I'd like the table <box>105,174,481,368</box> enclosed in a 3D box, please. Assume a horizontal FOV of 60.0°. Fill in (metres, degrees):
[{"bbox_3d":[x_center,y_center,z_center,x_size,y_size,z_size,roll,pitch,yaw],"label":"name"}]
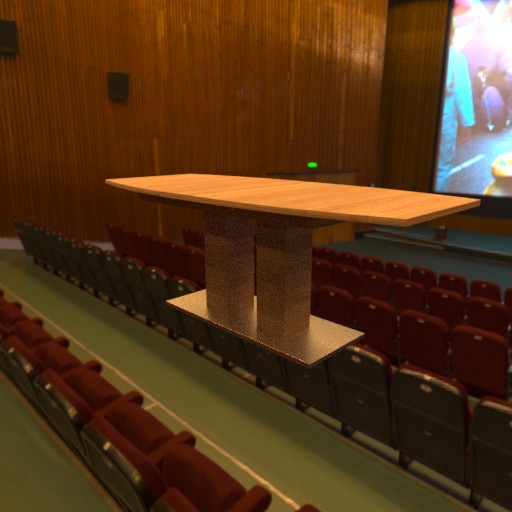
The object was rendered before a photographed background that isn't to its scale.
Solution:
[{"bbox_3d":[0.000,0.000,2.444,2.032,0.750,0.900,14,20,43],"label":"table"}]
